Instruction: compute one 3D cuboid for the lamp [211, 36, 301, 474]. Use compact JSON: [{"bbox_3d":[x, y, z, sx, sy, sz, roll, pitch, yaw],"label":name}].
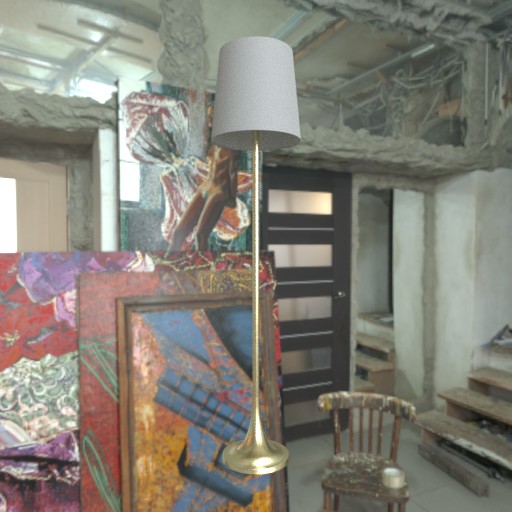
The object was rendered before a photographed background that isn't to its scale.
[{"bbox_3d":[0.000,0.000,1.683,0.337,1.543,0.337,0,1,0],"label":"lamp"}]
